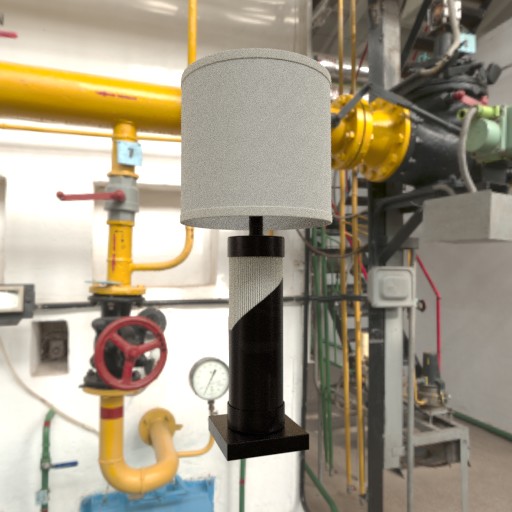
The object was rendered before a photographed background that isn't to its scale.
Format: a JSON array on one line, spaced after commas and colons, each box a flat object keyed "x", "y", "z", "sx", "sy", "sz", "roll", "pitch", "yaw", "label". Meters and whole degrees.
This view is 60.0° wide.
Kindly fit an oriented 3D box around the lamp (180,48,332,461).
[{"x": 0.000, "y": 0.000, "z": 0.621, "sx": 0.211, "sy": 0.509, "sz": 0.211, "roll": 0, "pitch": -1, "yaw": -18, "label": "lamp"}]
